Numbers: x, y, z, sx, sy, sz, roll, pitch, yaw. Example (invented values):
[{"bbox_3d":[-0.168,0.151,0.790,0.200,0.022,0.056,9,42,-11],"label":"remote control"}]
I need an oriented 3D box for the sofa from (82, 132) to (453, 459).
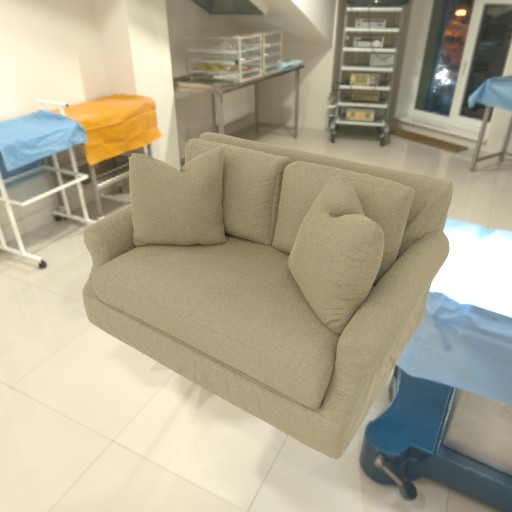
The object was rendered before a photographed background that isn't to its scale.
[{"bbox_3d":[0.000,0.000,2.127,1.550,0.905,1.070,19,36,29],"label":"sofa"}]
